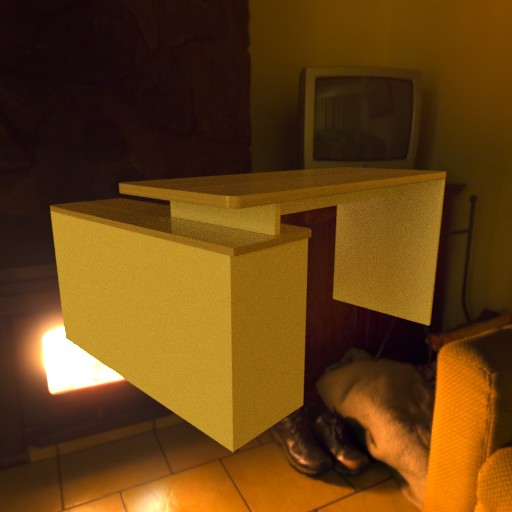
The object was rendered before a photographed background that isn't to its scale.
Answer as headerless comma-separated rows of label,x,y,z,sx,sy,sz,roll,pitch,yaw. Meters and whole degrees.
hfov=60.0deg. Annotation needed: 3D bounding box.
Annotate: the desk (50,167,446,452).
desk,0.000,0.000,2.085,1.175,0.770,1.400,13,19,42
